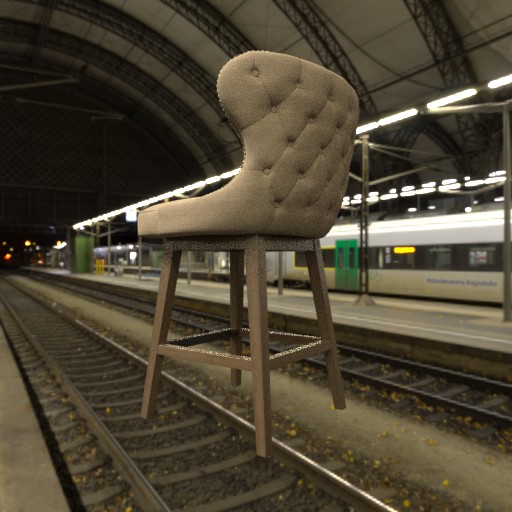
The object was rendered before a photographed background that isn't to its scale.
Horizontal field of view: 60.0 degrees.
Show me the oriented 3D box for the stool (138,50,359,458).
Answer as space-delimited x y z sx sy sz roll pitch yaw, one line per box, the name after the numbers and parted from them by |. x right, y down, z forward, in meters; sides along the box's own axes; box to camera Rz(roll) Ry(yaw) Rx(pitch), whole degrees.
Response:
0.000 0.000 1.359 0.597 0.972 0.615 0 -1 36 | stool
